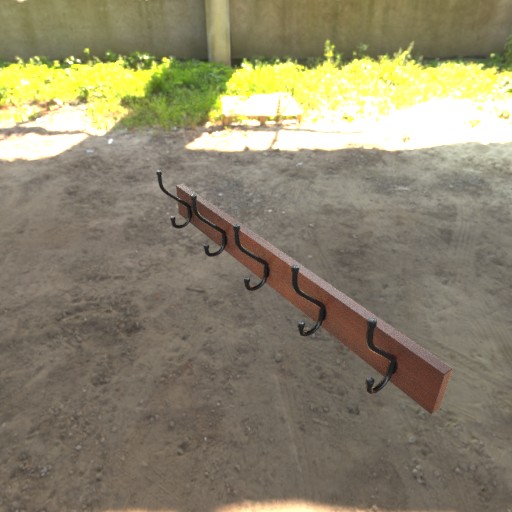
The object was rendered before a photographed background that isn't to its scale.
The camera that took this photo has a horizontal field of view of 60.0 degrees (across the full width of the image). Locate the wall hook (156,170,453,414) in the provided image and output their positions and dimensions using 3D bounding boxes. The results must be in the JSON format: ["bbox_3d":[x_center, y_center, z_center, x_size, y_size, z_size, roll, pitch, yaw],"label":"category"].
[{"bbox_3d":[0.000,0.000,0.619,0.071,0.117,0.571,-21,38,-30],"label":"wall hook"}]
